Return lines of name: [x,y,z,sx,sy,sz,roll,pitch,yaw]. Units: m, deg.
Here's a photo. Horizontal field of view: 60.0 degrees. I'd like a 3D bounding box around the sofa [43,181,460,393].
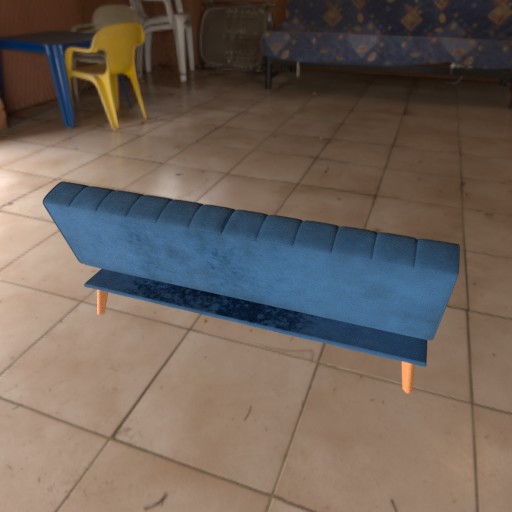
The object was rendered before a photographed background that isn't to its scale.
sofa: [0.000,0.000,2.335,1.804,0.813,0.855,11,34,16]
